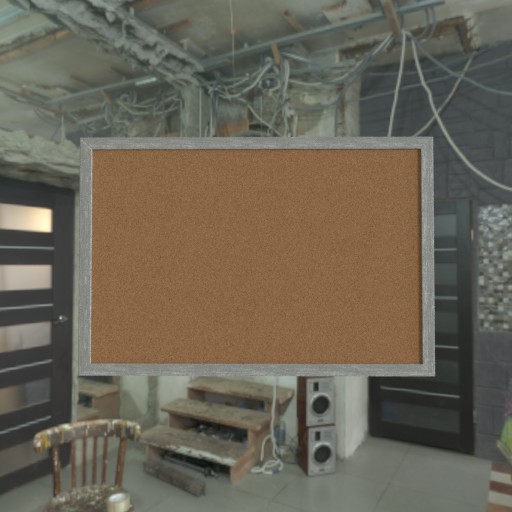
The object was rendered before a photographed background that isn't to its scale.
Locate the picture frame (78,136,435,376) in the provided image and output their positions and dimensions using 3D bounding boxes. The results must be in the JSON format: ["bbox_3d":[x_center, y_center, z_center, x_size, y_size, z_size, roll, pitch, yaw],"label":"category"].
[{"bbox_3d":[0.000,0.000,1.202,0.950,0.640,0.029,0,-1,0],"label":"picture frame"}]
